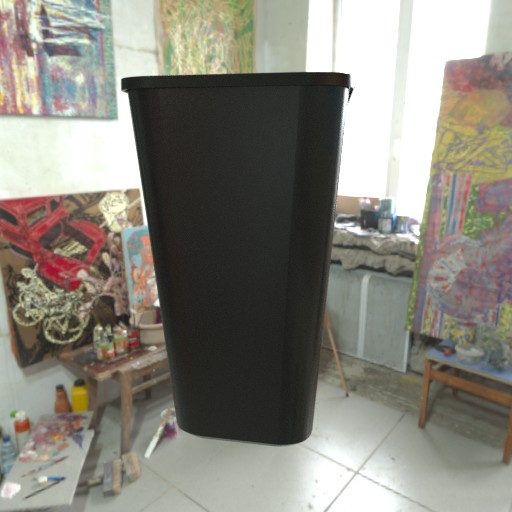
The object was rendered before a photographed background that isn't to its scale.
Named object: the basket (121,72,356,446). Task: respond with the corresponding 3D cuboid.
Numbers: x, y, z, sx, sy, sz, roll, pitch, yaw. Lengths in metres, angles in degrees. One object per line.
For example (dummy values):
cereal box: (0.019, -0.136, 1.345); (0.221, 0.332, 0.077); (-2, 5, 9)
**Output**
basket: (0.000, 0.000, 0.744); (0.287, 0.521, 0.394); (3, 15, 9)
